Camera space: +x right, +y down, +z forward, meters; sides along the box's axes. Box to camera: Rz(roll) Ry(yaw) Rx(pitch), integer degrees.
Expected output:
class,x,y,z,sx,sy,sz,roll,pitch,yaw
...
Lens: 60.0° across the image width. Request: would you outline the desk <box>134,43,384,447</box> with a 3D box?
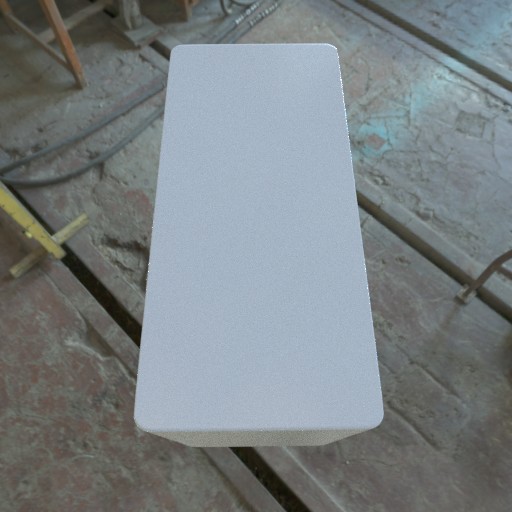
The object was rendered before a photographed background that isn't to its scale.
class,x,y,z,sx,sy,sz,roll,pitch,yaw
desk,0.000,0.000,1.557,0.550,0.760,1.200,-1,64,0
